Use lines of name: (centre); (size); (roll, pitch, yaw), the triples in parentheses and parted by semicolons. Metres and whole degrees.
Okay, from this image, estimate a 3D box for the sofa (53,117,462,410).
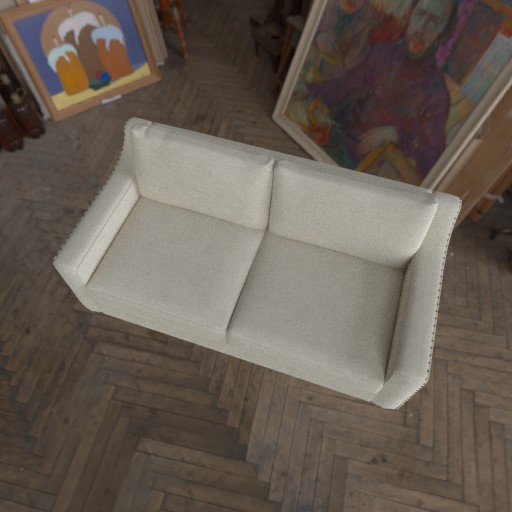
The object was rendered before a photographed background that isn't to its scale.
sofa: (0.000, 0.000, 2.700); (2.107, 0.983, 1.104); (16, 59, 10)
